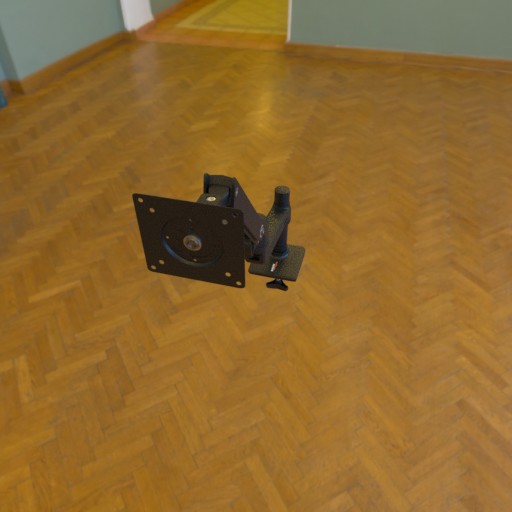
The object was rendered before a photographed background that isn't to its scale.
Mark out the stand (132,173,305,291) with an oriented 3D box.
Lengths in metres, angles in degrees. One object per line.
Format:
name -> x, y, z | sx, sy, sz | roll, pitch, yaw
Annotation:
stand -> 0.000, 0.000, 1.014 | 0.152, 0.713, 0.650 | 10, 42, 11
